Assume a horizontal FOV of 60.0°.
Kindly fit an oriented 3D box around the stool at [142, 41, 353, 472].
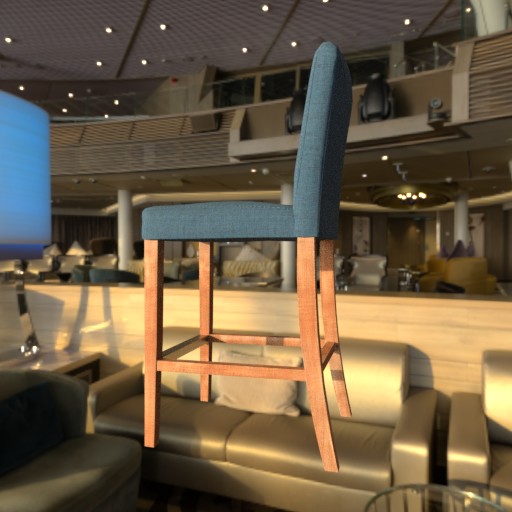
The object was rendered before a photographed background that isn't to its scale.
[{"bbox_3d":[0.000,0.000,1.383,0.574,1.088,0.454,0,1,17],"label":"stool"}]
